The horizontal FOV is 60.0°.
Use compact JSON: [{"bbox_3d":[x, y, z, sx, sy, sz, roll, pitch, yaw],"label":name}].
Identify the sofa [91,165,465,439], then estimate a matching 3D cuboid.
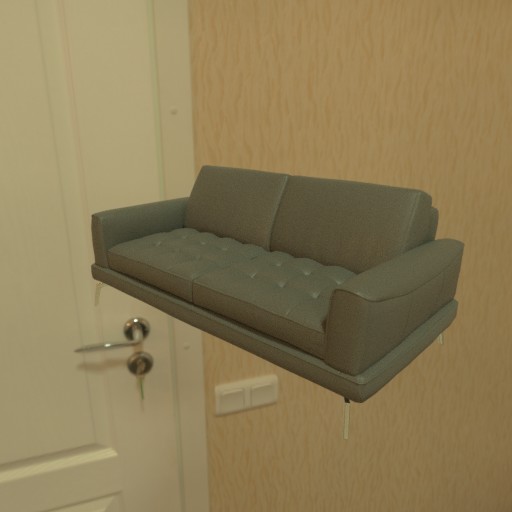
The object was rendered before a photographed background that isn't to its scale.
[{"bbox_3d":[0.000,0.000,2.731,2.177,0.930,1.121,16,24,40],"label":"sofa"}]
